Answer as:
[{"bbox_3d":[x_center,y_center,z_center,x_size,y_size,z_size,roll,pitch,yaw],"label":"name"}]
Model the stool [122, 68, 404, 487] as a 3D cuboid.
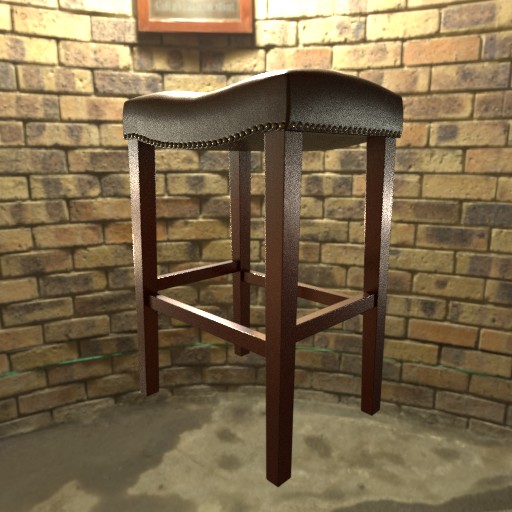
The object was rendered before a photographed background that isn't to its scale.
[{"bbox_3d":[0.000,0.000,1.023,0.372,0.742,0.504,-12,17,-44],"label":"stool"}]
